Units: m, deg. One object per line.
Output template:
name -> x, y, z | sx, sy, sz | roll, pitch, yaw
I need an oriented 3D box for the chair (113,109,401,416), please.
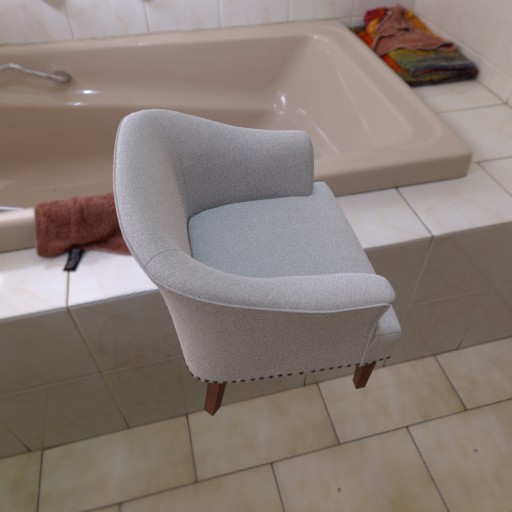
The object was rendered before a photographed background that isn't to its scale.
chair -> 0.000, 0.000, 1.409 | 0.704, 0.815, 0.798 | -9, 47, -8
